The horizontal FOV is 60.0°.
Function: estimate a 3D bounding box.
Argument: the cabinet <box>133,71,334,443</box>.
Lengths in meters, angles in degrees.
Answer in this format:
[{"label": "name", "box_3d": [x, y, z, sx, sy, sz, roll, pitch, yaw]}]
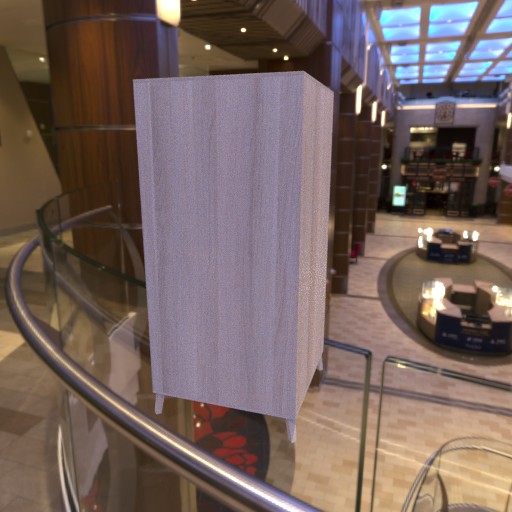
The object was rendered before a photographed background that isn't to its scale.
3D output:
[{"label": "cabinet", "box_3d": [0.000, 0.000, 2.679, 1.272, 1.957, 0.969, -7, 16, -26]}]
